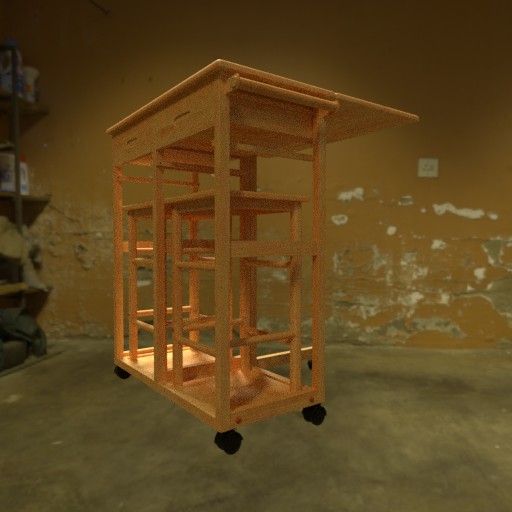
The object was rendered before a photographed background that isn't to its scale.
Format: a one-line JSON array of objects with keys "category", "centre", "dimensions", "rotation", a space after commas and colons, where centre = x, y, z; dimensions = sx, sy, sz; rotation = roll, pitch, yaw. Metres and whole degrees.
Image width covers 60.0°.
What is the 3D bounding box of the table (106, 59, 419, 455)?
[{"category": "table", "centre": [0.000, 0.000, 1.391], "dimensions": [0.693, 0.832, 0.752], "rotation": [-1, 2, -36]}]
